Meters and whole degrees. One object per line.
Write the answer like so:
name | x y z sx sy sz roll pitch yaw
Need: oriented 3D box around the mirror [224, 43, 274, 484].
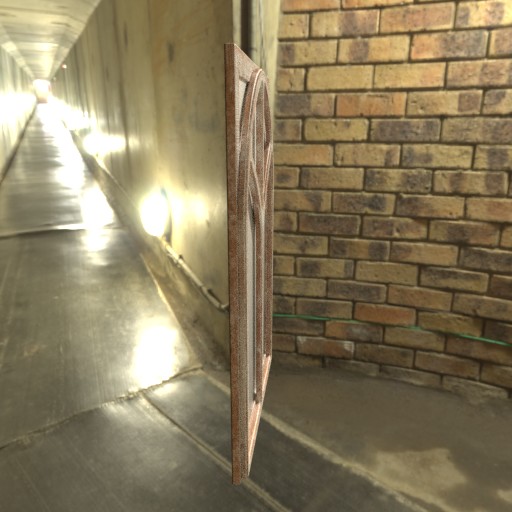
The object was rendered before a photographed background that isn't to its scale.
mirror | 0.000 0.000 0.989 0.058 0.787 0.495 2 16 7
